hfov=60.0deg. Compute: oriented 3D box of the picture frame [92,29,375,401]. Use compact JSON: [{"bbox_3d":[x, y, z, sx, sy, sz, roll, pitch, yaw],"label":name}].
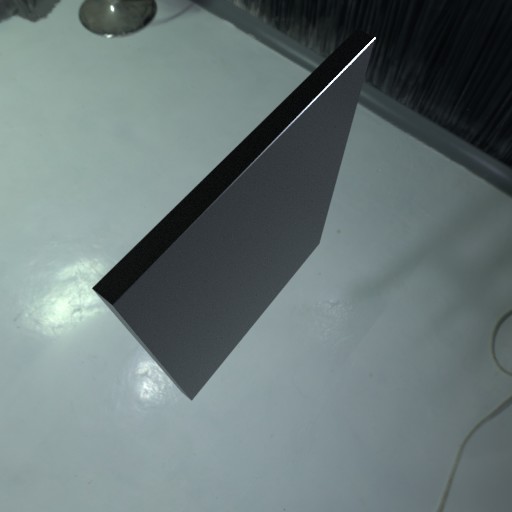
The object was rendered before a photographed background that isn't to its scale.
[{"bbox_3d":[0.000,0.000,0.738,0.028,0.556,0.460,35,68,16],"label":"picture frame"}]
